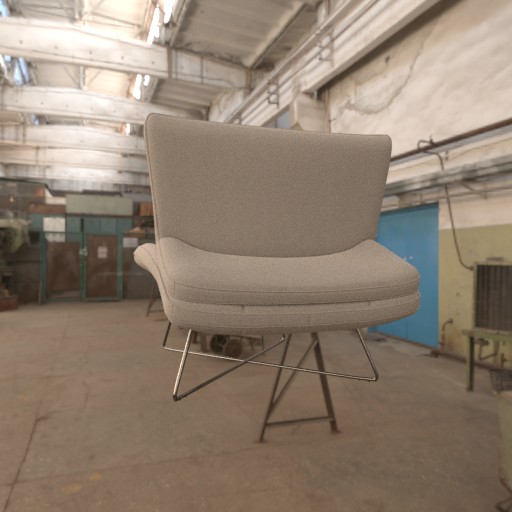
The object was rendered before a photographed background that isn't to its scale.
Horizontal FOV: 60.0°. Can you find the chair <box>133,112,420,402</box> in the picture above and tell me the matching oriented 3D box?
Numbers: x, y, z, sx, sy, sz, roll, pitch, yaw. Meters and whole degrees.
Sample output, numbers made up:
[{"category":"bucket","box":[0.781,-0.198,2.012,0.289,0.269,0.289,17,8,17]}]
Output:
[{"category":"chair","box":[0.000,0.000,1.664,0.859,0.855,1.008,0,0,-18]}]
